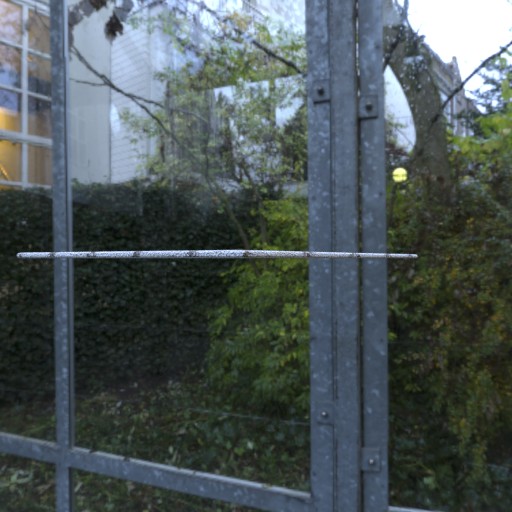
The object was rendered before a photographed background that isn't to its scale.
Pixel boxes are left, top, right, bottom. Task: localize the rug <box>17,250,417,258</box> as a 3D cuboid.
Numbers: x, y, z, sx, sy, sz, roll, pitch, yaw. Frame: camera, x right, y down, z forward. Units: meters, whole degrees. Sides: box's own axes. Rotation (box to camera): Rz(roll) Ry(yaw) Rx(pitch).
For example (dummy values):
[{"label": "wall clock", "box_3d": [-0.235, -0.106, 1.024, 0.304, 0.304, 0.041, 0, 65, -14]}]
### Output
[{"label": "rug", "box_3d": [0.000, 0.000, 3.001, 1.524, 0.030, 2.438, 0, 0, 34]}]
